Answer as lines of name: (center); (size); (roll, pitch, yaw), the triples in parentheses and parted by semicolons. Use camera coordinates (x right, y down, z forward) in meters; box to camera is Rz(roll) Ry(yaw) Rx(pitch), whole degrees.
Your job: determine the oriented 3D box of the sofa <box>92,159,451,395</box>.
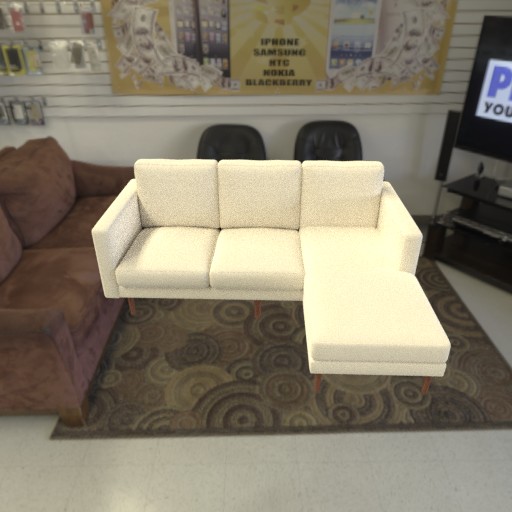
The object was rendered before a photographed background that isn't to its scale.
sofa: (0.000, 0.000, 2.896); (2.029, 0.899, 1.580); (1, 30, 2)
